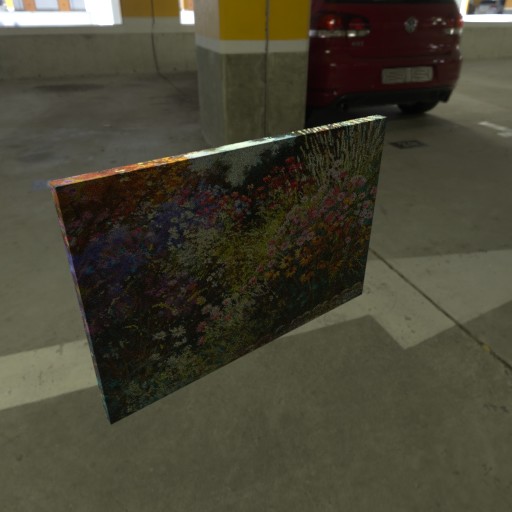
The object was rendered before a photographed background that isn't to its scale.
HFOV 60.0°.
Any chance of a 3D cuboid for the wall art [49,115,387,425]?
[{"bbox_3d":[0.000,0.000,1.172,0.908,0.604,0.037,-21,35,-32],"label":"wall art"}]
